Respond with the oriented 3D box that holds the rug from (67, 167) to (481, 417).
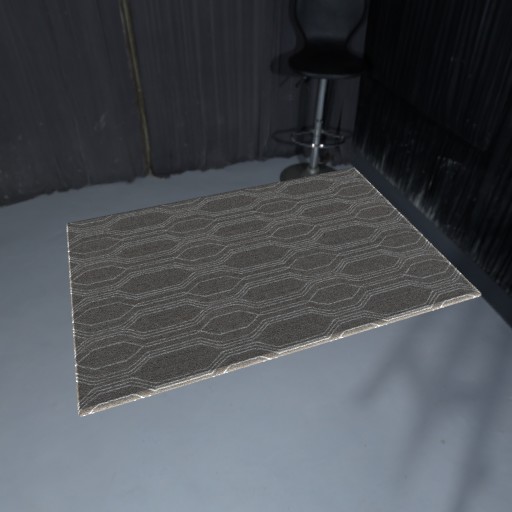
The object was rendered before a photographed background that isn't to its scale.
[{"bbox_3d":[0.000,0.000,2.304,1.836,0.012,1.239,-13,44,-15],"label":"rug"}]
